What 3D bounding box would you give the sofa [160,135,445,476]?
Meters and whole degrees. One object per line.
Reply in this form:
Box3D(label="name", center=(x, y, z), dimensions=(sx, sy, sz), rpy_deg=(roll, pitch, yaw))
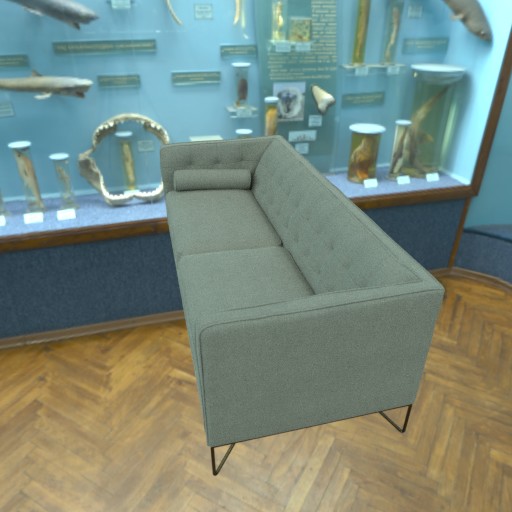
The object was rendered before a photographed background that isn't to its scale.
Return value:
Box3D(label="sofa", center=(0.000, 0.000, 2.546), dimensions=(0.912, 0.798, 2.079), rpy_deg=(-7, 31, -12))
